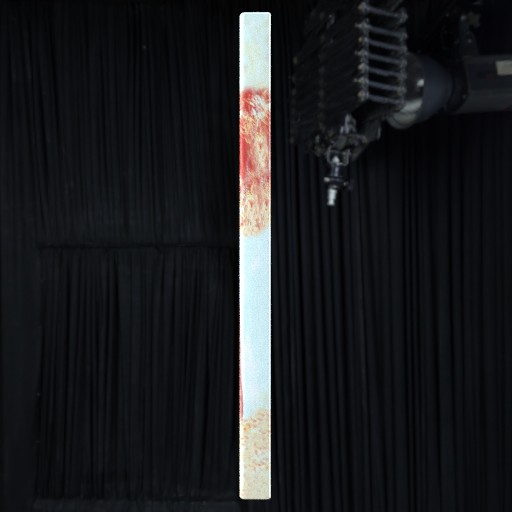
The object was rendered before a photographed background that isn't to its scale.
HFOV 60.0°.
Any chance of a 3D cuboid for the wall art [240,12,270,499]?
[{"bbox_3d":[0.000,0.000,0.754,0.038,0.610,0.401,0,0,0],"label":"wall art"}]
